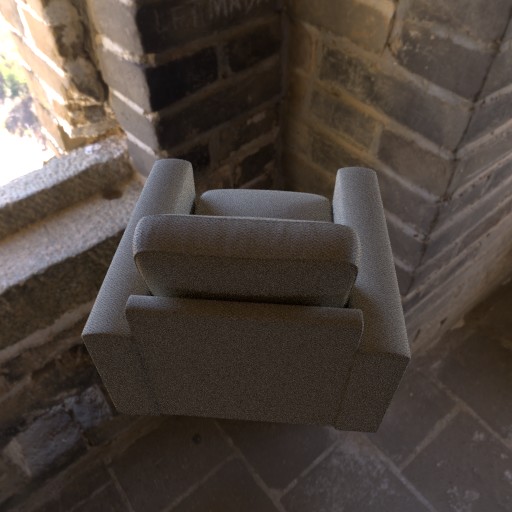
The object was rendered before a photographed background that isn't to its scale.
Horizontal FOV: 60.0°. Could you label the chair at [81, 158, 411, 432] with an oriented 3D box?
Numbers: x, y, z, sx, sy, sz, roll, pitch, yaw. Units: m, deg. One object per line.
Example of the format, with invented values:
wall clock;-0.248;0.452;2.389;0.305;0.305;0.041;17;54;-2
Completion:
chair;0.000;0.000;1.763;1.005;0.873;1.016;3;45;3
